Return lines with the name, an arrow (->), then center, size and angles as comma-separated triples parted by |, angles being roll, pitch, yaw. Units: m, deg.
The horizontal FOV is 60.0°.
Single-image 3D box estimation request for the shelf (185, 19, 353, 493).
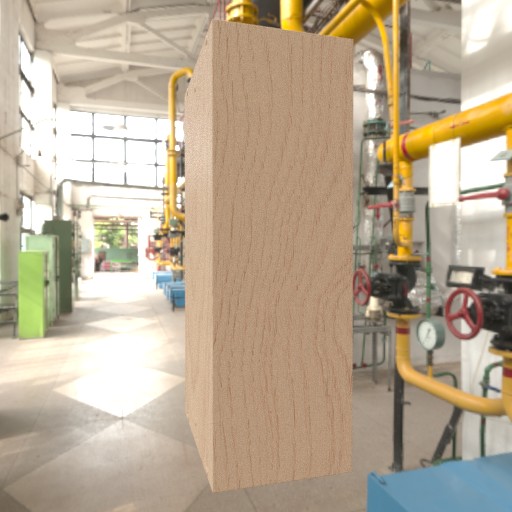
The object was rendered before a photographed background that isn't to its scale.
shelf -> 0.000, 0.000, 0.727 | 0.200, 0.600, 0.290 | 0, 1, -16
